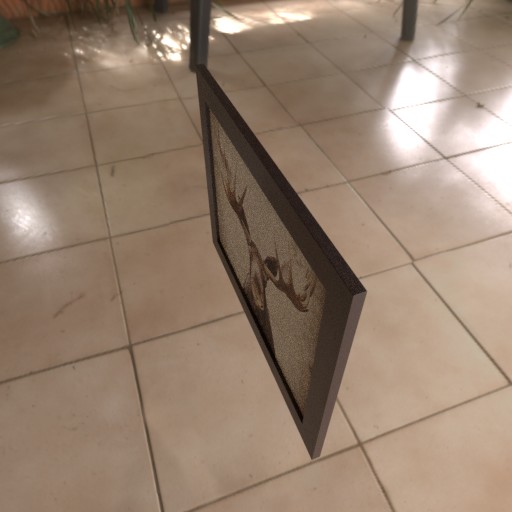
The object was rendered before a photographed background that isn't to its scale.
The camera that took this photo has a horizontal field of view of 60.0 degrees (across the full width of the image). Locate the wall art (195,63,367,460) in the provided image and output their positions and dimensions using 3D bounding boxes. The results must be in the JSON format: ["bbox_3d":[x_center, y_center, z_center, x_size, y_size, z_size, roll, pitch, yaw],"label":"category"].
[{"bbox_3d":[0.000,0.000,1.656,0.034,0.952,1.207,-16,48,-14],"label":"wall art"}]
